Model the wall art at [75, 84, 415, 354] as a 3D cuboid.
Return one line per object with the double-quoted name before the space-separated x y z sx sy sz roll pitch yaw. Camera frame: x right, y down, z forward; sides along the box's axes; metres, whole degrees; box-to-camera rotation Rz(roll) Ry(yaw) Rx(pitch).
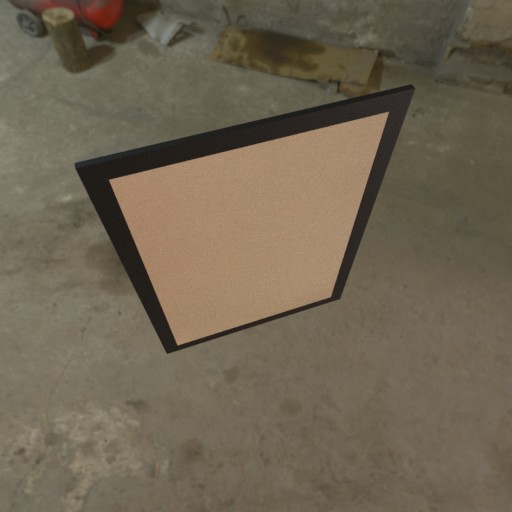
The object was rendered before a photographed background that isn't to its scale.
"wall art" 0.000 0.000 0.695 0.379 0.530 0.008 -16 59 -10
